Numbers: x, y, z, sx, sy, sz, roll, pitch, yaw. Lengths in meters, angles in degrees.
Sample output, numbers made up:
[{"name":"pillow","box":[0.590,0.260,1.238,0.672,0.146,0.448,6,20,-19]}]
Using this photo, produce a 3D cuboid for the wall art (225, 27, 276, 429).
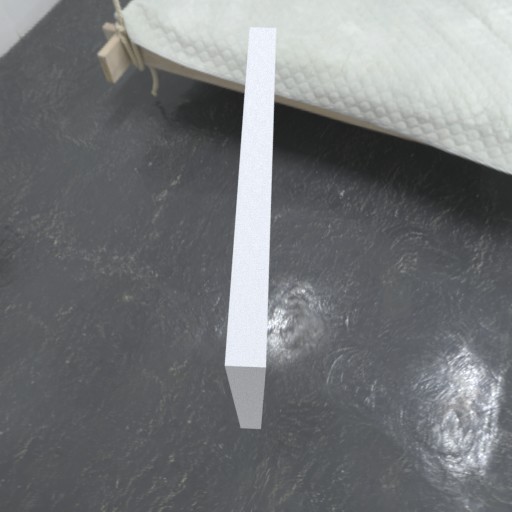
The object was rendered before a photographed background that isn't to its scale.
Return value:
[{"name":"wall art","box":[0.000,0.000,0.773,0.040,0.509,0.509,2,62,1]}]
